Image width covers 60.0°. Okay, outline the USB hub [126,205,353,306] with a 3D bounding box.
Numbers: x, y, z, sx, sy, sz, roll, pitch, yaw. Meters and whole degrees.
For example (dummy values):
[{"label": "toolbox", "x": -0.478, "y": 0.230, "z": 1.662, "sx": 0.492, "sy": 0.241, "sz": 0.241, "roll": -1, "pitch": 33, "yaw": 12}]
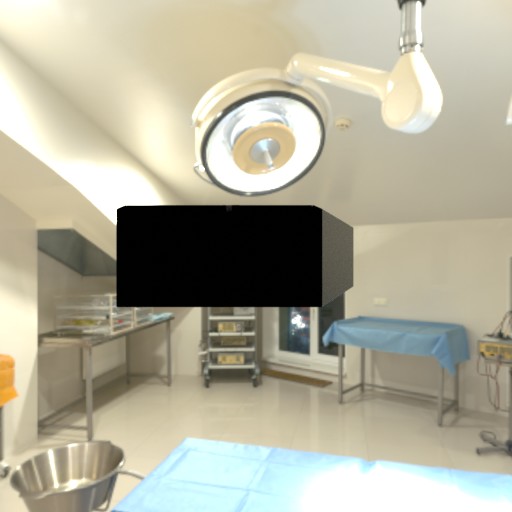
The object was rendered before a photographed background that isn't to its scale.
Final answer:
[{"label": "USB hub", "x": 0.000, "y": 0.000, "z": 0.125, "sx": 0.044, "sy": 0.023, "sz": 0.110, "roll": 0, "pitch": 0, "yaw": 18}]
